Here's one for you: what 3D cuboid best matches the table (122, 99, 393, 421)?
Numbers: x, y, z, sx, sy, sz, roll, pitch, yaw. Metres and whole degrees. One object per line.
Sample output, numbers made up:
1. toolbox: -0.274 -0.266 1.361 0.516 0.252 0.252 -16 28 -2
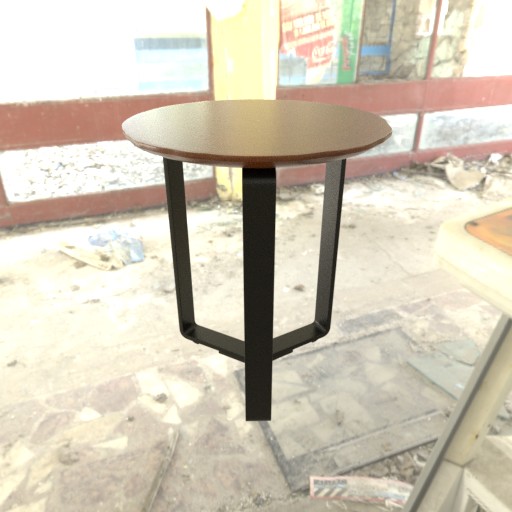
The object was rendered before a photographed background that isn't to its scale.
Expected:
1. table: 0.000 0.000 0.753 0.380 0.450 0.410 -1 27 -1
